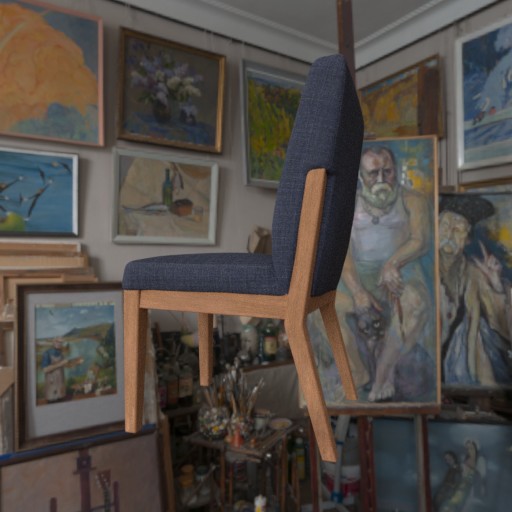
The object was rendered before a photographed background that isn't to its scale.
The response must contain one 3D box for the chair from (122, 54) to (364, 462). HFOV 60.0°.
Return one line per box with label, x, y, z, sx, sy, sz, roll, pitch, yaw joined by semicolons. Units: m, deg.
chair;0.000;0.000;1.284;0.586;0.911;0.507;0;-1;18
